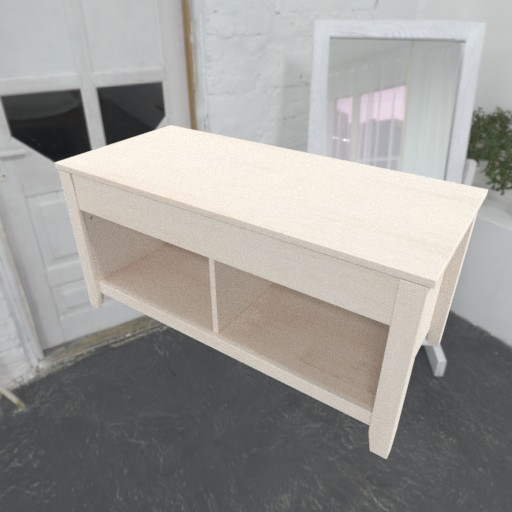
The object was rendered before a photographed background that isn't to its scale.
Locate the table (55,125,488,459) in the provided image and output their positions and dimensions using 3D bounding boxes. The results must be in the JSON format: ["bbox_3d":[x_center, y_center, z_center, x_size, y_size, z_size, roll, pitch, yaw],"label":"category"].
[{"bbox_3d":[0.000,0.000,1.252,1.016,0.483,0.457,19,36,28],"label":"table"}]
